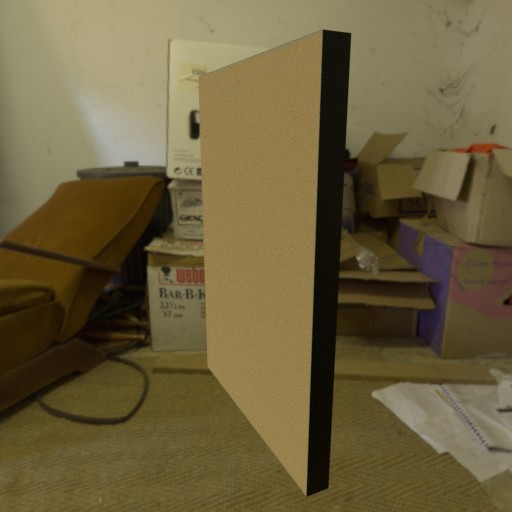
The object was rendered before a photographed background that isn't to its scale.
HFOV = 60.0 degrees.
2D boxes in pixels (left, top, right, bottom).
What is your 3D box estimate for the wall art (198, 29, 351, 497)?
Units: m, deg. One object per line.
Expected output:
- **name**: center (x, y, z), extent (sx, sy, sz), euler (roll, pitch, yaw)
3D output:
- **wall art**: center (0.000, 0.000, 0.560), extent (0.031, 0.457, 0.313), euler (-7, 16, -25)
